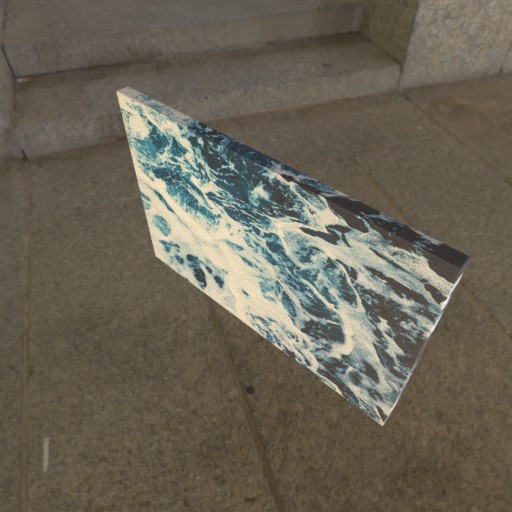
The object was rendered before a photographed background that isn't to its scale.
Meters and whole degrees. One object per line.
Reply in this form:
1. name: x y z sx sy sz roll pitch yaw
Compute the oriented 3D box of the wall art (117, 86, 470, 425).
1. wall art: 0.000 0.000 1.147 0.915 0.610 0.042 33 55 27
